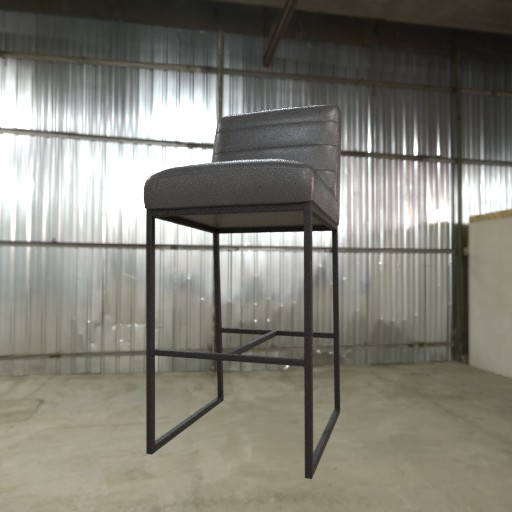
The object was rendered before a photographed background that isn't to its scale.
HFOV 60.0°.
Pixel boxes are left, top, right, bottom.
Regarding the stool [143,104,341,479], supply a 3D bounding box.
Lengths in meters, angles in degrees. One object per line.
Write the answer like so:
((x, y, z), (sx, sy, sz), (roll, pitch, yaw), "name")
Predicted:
((0.000, 0.000, 1.336), (0.457, 1.040, 0.552), (0, -1, 18), "stool")
